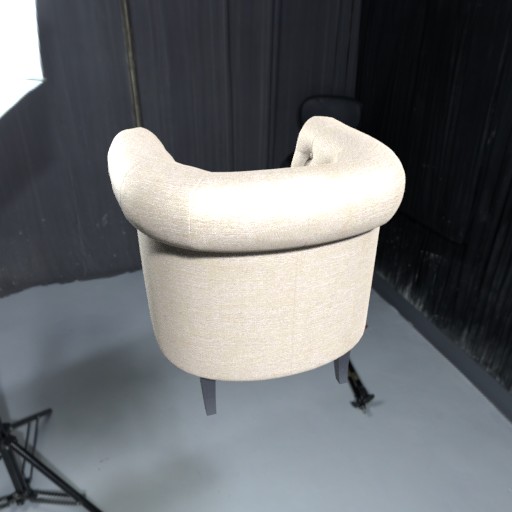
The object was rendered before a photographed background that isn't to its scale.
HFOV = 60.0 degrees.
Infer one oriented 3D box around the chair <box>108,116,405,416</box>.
[{"bbox_3d":[0.000,0.000,1.569,0.905,0.827,0.852,-8,29,-15],"label":"chair"}]
